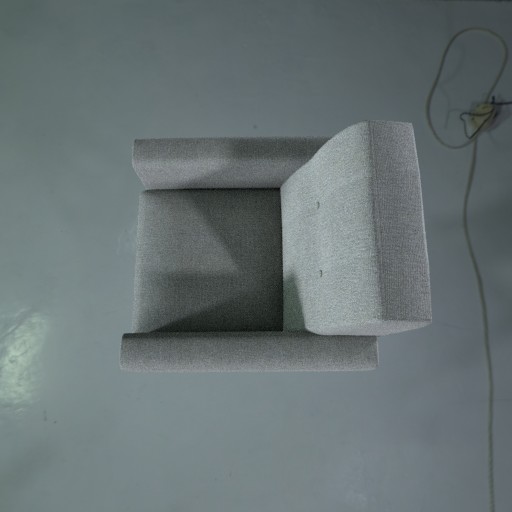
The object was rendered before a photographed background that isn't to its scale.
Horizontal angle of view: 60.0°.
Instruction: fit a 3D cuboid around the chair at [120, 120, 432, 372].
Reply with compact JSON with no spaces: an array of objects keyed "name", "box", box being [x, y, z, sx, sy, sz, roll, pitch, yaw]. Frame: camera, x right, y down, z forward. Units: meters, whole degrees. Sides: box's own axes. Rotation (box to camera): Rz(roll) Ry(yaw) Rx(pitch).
[{"name":"chair","box":[0.000,0.000,1.673,0.942,0.968,0.845,0,77,0]}]
